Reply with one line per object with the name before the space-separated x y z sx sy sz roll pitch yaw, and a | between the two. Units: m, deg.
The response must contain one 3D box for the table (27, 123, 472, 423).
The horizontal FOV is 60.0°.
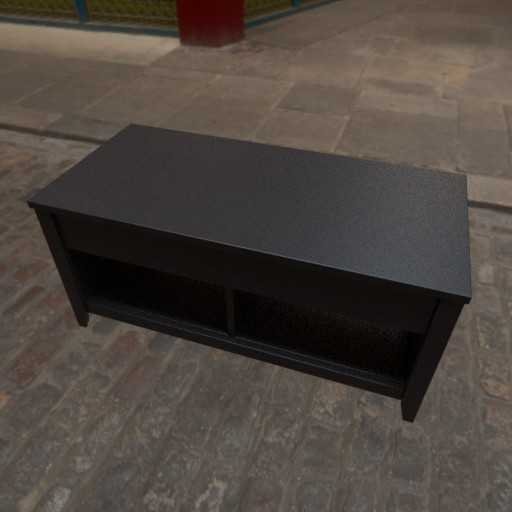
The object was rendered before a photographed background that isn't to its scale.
table | 0.000 0.000 1.273 1.016 0.457 0.483 12 42 14
